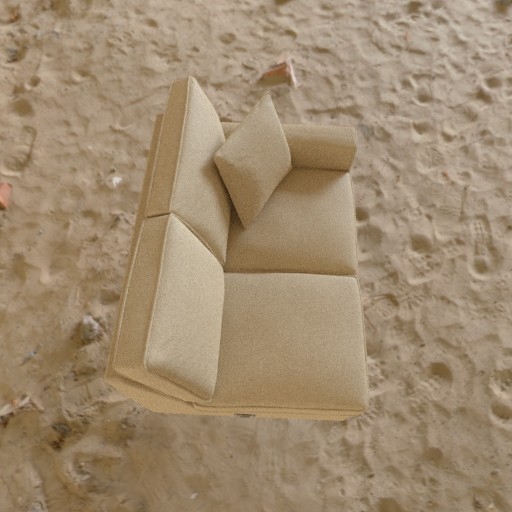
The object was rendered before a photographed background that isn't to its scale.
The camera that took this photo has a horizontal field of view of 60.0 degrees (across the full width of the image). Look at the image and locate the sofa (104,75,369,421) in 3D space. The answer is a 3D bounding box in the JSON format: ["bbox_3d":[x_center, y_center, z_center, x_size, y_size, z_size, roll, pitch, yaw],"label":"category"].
[{"bbox_3d":[0.000,0.000,2.091,0.991,0.989,1.388,2,63,1],"label":"sofa"}]
